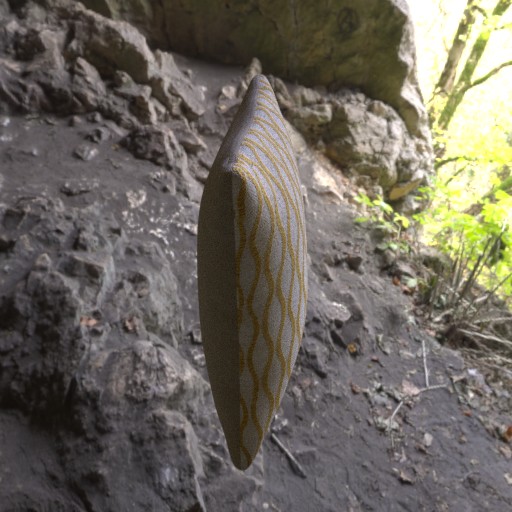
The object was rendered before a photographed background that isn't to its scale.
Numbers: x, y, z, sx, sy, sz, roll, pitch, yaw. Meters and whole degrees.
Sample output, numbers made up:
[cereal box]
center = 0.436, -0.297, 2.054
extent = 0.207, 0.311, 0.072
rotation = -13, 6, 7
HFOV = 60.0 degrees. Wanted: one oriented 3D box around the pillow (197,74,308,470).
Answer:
[pillow]
center = 0.000, 0.000, 0.658
extent = 0.159, 0.436, 0.429
rotation = 1, 32, 2
